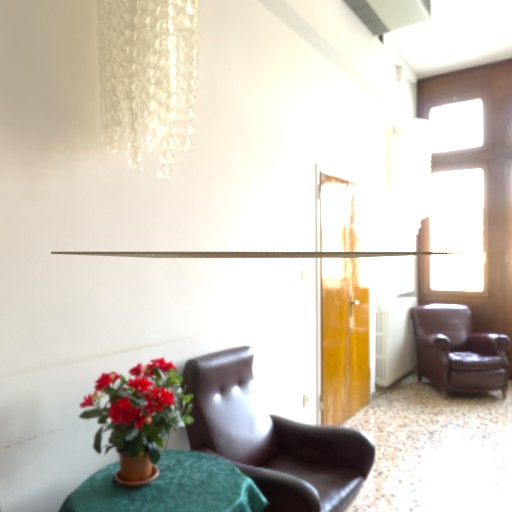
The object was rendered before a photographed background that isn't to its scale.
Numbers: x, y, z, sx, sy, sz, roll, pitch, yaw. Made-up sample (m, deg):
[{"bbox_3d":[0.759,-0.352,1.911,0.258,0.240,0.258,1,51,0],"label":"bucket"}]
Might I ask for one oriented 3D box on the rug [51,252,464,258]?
[{"bbox_3d":[0.000,0.000,4.118,2.438,0.013,3.048,0,-1,-1],"label":"rug"}]
